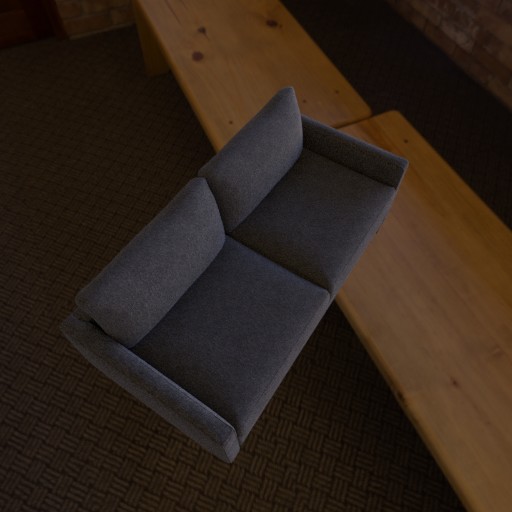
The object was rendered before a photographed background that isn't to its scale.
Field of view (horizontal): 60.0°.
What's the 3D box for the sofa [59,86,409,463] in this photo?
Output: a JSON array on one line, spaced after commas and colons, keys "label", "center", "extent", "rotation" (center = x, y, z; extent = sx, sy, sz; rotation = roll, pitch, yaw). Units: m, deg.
[{"label": "sofa", "center": [0.000, 0.000, 2.241], "extent": [0.866, 0.862, 1.716], "rotation": [29, 62, 17]}]
